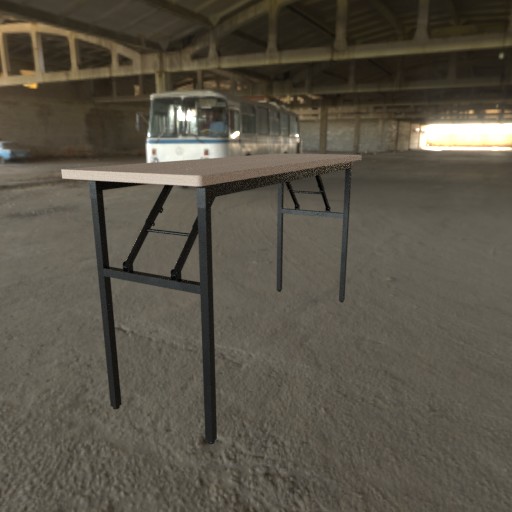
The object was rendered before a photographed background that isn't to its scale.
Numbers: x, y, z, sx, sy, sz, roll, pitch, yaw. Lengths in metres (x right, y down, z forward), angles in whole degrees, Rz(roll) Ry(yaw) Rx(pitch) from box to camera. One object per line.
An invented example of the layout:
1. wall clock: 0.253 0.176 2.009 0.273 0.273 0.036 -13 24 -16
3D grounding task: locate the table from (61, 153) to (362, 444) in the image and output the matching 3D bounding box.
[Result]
1. table: 0.000 0.000 1.767 0.447 0.750 1.397 8 17 26
